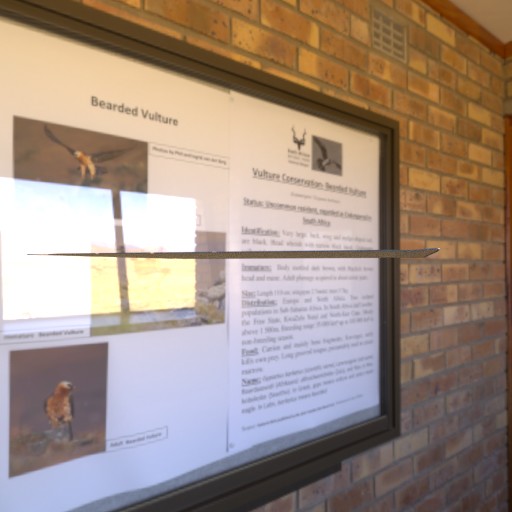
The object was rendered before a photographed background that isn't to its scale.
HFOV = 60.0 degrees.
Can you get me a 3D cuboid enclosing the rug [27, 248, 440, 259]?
[{"bbox_3d":[0.000,0.000,3.917,2.867,0.020,2.277,0,-1,19],"label":"rug"}]
